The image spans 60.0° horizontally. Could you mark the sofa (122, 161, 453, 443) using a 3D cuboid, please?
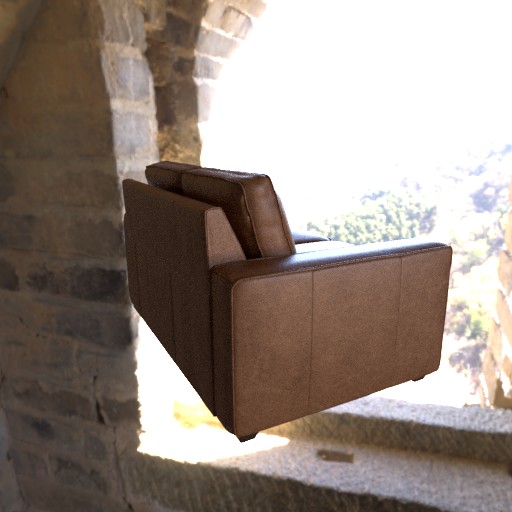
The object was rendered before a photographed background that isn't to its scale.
[{"bbox_3d":[0.000,0.000,2.204,1.020,0.896,1.532,-8,17,-27],"label":"sofa"}]
